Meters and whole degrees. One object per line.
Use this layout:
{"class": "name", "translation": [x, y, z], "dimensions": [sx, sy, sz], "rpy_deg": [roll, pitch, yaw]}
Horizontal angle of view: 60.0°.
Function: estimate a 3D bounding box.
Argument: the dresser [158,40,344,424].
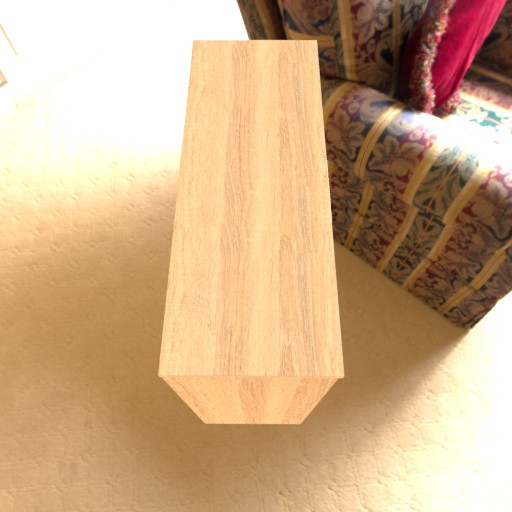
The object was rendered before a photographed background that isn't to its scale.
{"class": "dresser", "translation": [0.000, 0.000, 1.495], "dimensions": [0.380, 0.900, 0.980], "rpy_deg": [0, 63, 0]}
